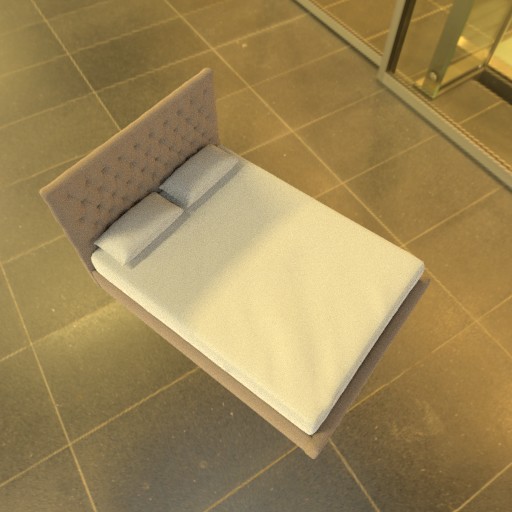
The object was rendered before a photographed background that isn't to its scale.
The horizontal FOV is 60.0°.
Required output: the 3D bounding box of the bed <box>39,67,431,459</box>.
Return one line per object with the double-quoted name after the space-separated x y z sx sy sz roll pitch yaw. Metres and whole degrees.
0.000 0.000 3.470 2.387 1.427 1.698 34 64 19 "bed"
